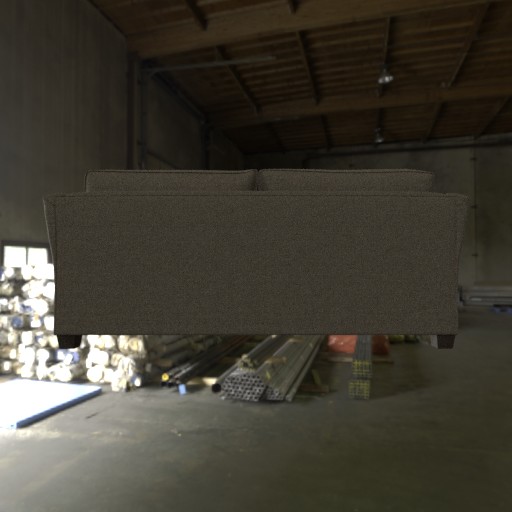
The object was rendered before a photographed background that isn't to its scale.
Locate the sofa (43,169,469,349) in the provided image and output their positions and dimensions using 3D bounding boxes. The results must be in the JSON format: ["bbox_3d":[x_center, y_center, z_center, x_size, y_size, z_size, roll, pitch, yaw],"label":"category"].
[{"bbox_3d":[0.000,0.000,2.760,2.203,0.976,1.013,0,-2,0],"label":"sofa"}]
